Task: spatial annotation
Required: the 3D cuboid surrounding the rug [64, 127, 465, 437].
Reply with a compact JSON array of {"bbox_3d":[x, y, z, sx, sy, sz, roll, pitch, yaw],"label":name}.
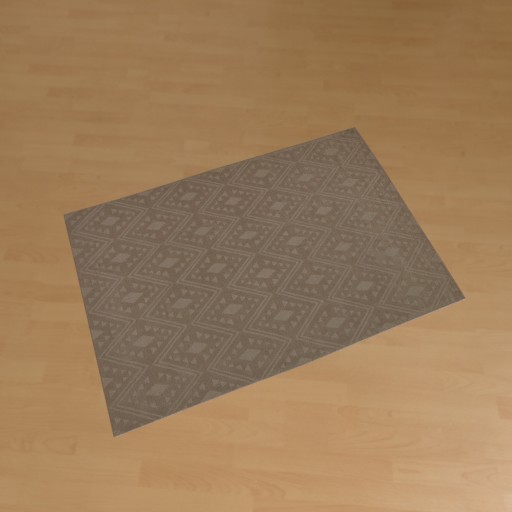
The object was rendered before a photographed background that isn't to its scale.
[{"bbox_3d":[0.000,0.000,2.376,1.829,0.034,1.252,-19,65,-9],"label":"rug"}]
